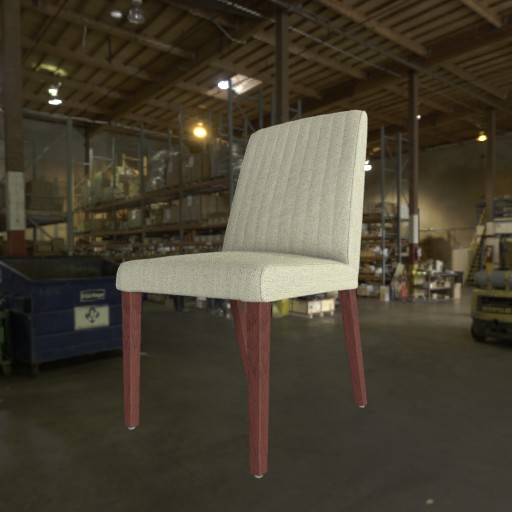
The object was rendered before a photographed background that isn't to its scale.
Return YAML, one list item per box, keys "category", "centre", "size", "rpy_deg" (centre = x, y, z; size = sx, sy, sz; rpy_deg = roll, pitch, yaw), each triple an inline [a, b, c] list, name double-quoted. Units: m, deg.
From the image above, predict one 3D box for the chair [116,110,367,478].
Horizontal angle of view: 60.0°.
- category: "chair"
  centre: [0.000, 0.000, 1.246]
  size: [0.480, 0.900, 0.594]
  rpy_deg: [0, 0, 37]
